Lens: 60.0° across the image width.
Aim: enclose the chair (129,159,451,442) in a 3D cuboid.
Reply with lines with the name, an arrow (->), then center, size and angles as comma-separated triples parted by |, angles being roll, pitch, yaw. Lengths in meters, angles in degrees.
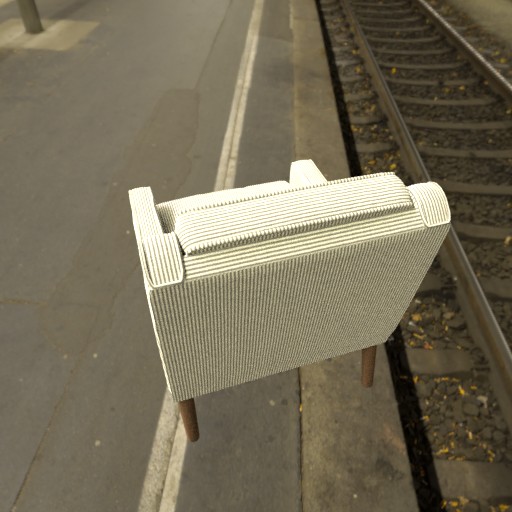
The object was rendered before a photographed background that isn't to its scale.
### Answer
chair -> 0.000, 0.000, 1.337 | 0.663, 0.792, 0.743 | -12, 43, -14
